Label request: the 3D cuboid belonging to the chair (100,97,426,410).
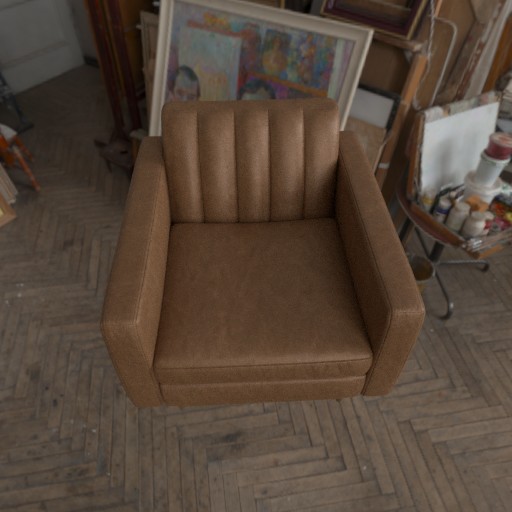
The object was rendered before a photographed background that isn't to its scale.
[{"bbox_3d":[0.000,0.000,1.712,0.953,0.819,0.998,-2,46,-2],"label":"chair"}]
